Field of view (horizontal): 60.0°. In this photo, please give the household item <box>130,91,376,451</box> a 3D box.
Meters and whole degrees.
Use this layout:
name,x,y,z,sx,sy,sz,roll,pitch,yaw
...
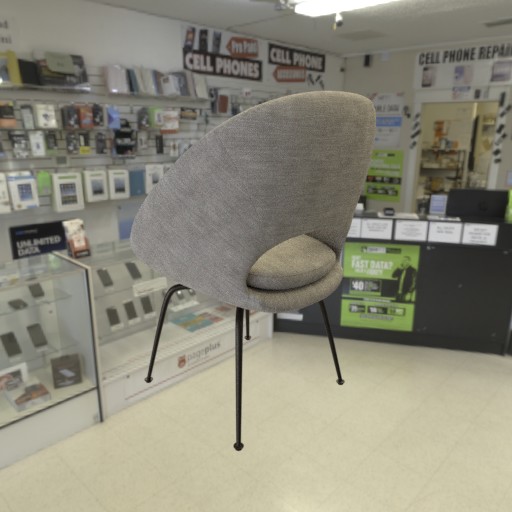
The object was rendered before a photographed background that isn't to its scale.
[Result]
name,x,y,z,sx,sy,sz,roll,pitch,yaw
household item,0.000,0.000,1.288,0.643,0.869,0.587,-15,21,-42
